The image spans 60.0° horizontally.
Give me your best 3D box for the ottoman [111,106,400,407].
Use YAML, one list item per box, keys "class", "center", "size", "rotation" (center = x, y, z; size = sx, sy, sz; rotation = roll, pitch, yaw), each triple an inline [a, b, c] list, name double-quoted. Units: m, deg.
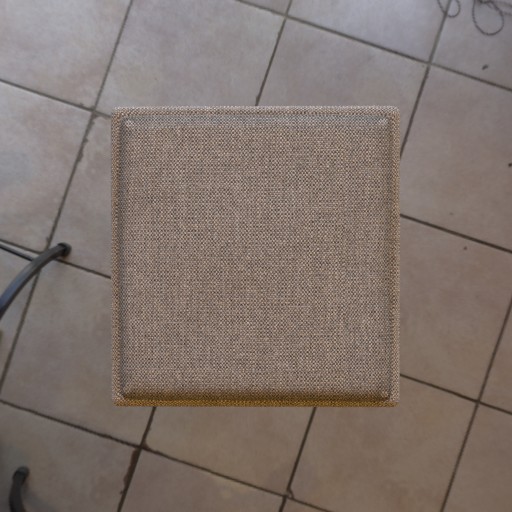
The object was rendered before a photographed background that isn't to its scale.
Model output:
- class: "ottoman"
  center: [0.000, 0.000, 0.834]
  size: [0.436, 0.487, 0.454]
  rotation: [0, 90, 0]
